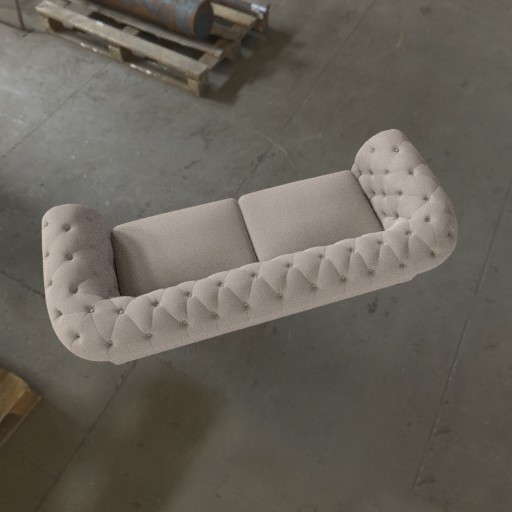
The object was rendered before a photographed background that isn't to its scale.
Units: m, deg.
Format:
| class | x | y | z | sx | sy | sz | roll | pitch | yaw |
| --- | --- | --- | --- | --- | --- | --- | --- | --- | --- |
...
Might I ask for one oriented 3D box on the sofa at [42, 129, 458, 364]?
| class | x | y | z | sx | sy | sz | roll | pitch | yaw |
| --- | --- | --- | --- | --- | --- | --- | --- | --- | --- |
| sofa | 0.000 | 0.000 | 2.808 | 2.411 | 0.749 | 0.991 | -15 | 60 | -9 |
